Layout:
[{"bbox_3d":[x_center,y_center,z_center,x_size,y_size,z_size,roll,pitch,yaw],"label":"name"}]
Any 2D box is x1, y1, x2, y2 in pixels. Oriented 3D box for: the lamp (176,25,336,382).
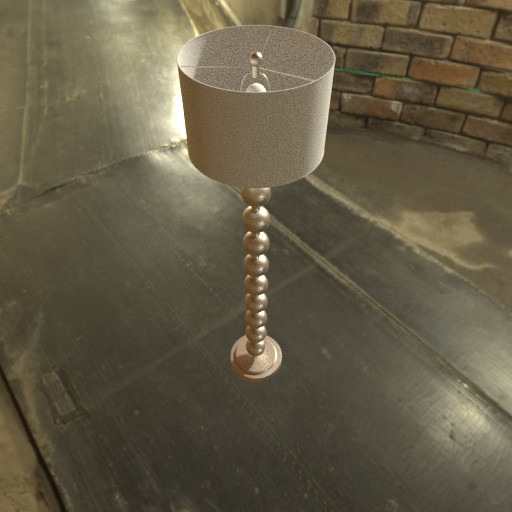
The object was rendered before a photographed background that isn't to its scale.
[{"bbox_3d":[0.000,0.000,1.631,0.394,1.474,0.394,10,48,9],"label":"lamp"}]
